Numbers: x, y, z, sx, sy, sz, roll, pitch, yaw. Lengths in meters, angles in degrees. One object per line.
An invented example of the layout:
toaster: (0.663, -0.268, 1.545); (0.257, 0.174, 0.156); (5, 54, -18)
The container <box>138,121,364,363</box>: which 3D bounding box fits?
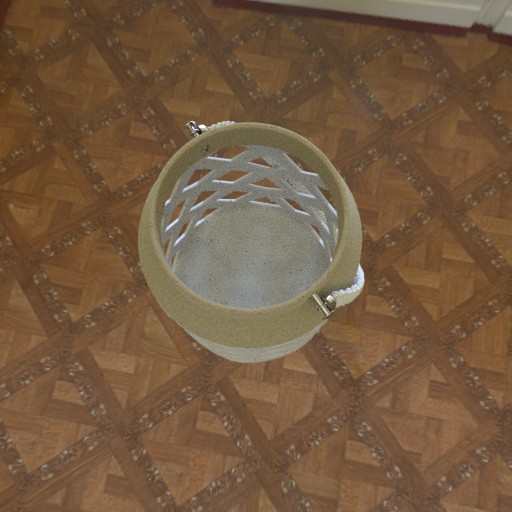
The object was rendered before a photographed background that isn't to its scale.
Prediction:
container: (0.000, 0.000, 0.349); (0.172, 0.229, 0.163); (-34, 80, -7)
